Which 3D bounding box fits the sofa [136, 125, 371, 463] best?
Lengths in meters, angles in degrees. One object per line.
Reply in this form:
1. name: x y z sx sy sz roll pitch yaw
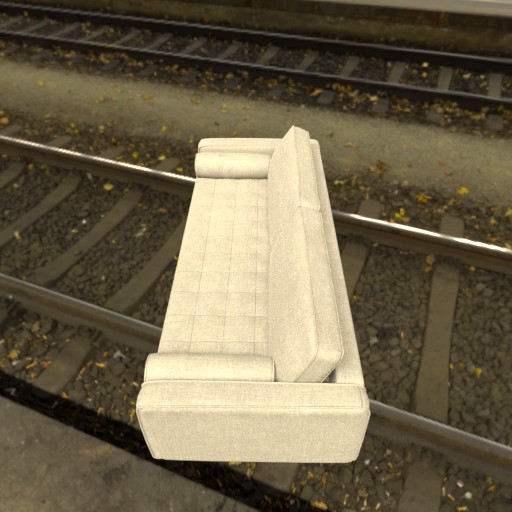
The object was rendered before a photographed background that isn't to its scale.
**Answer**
1. sofa: 0.000 0.000 2.597 0.914 0.762 2.211 1 41 1
